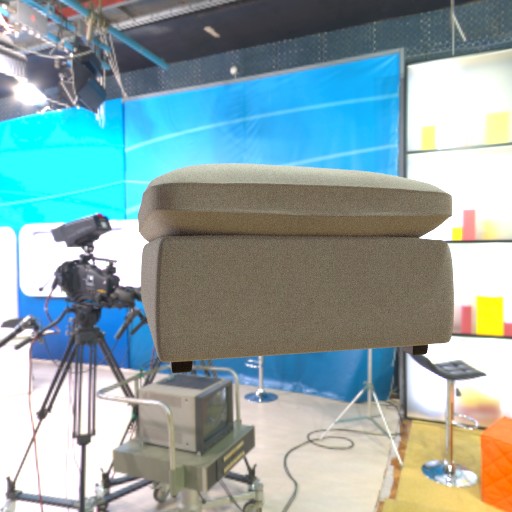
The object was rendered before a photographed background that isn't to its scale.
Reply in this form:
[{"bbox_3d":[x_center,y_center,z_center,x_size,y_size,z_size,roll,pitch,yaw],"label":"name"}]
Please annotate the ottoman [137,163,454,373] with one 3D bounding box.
[{"bbox_3d":[0.000,0.000,1.351,0.686,0.453,0.984,0,1,-16],"label":"ottoman"}]
